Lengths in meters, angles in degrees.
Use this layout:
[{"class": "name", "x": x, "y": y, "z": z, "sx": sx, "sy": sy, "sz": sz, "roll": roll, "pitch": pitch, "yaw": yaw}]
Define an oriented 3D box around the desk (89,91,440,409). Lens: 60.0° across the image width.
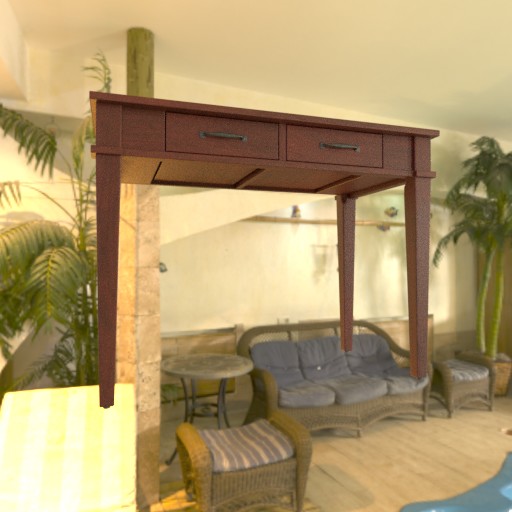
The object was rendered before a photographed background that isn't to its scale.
[{"class": "desk", "x": 0.000, "y": 0.000, "z": 1.450, "sx": 1.001, "sy": 0.762, "sz": 0.549, "roll": 0, "pitch": -1, "yaw": -18}]
